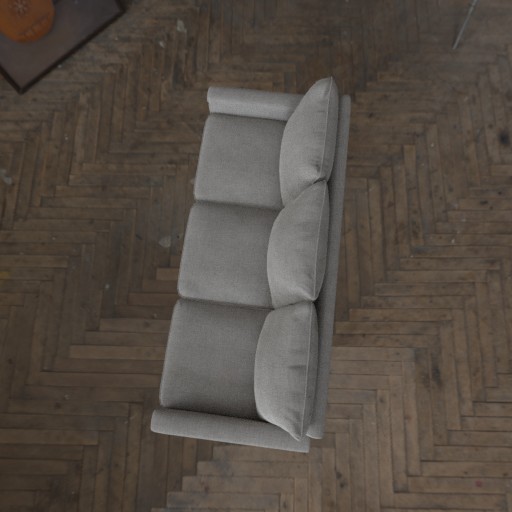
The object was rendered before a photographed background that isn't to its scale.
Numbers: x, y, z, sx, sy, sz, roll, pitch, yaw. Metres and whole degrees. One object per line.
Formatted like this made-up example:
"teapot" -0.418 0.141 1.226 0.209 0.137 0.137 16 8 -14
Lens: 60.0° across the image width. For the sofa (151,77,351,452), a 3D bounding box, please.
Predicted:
"sofa" 0.000 0.000 2.482 0.828 0.959 1.925 7 76 2
